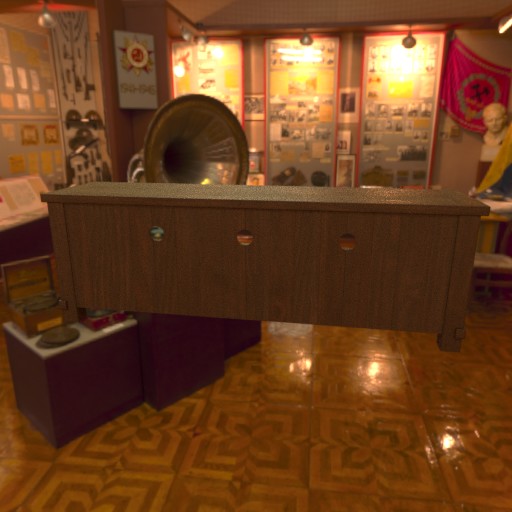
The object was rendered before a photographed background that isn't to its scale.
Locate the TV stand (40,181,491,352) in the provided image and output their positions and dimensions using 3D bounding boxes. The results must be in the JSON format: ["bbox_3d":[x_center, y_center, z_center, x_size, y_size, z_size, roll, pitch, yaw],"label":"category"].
[{"bbox_3d":[0.000,0.000,2.117,1.866,0.615,0.471,3,17,9],"label":"TV stand"}]
